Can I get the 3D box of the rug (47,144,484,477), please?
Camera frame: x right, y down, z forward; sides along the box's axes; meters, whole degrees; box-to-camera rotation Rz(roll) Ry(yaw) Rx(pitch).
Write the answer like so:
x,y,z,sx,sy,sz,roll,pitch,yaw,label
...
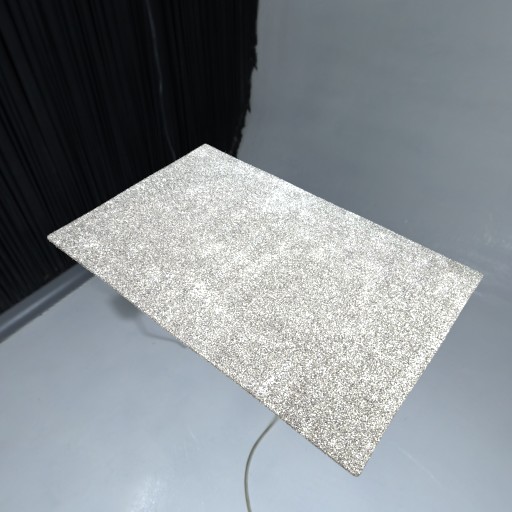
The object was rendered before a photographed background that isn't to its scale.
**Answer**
x,y,z,sx,sy,sz,roll,pitch,yaw,label
0.000,0.000,2.806,2.350,0.025,1.502,30,52,27,rug
